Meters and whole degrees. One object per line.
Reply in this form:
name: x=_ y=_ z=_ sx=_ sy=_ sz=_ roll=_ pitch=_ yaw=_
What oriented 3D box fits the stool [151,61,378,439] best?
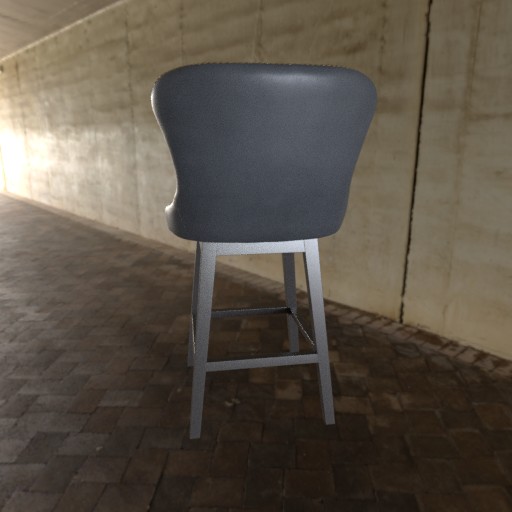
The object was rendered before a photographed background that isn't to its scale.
stool: x=0.000 y=0.000 z=1.299 sx=0.528 sy=0.971 sz=0.593 roll=-2 pitch=15 yaw=-9
